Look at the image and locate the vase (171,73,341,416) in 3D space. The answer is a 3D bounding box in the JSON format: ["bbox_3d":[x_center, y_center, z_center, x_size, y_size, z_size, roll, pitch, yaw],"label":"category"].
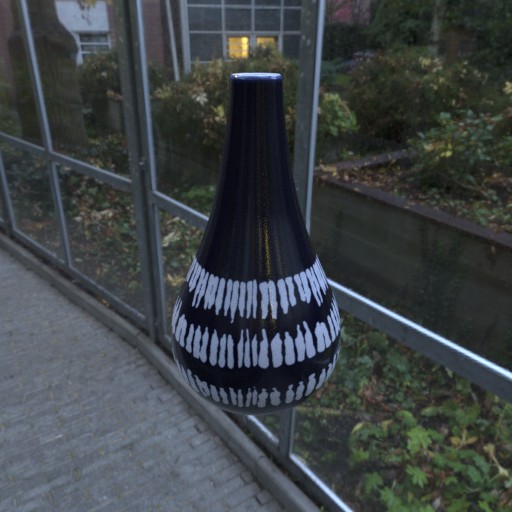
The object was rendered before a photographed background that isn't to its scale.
[{"bbox_3d":[0.000,0.000,0.388,0.159,0.295,0.159,0,25,0],"label":"vase"}]
